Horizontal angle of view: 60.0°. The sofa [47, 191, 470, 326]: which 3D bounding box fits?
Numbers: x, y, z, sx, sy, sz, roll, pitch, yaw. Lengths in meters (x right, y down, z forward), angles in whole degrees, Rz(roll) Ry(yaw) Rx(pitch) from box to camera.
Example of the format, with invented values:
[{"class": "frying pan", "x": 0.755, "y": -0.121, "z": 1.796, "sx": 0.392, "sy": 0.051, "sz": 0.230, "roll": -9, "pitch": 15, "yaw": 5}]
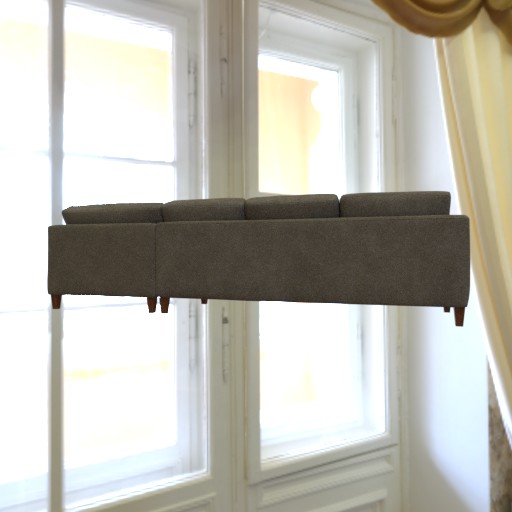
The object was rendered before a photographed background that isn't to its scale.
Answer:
[{"class": "sofa", "x": 0.000, "y": 0.000, "z": 4.175, "sx": 3.471, "sy": 0.950, "sz": 1.604, "roll": 0, "pitch": 0, "yaw": 18}]
